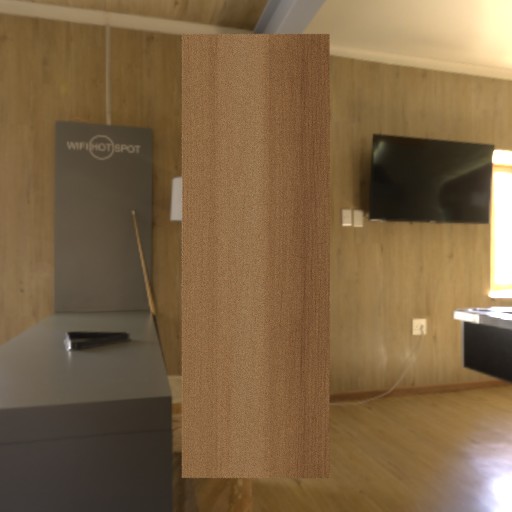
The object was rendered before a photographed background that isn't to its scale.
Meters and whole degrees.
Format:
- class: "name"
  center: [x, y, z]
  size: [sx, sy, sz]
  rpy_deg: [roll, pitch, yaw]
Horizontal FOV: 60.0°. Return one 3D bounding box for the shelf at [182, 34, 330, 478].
- class: "shelf"
  center: [0.000, 0.000, 1.015]
  size: [0.290, 0.872, 0.290]
  rpy_deg: [0, 0, 0]
